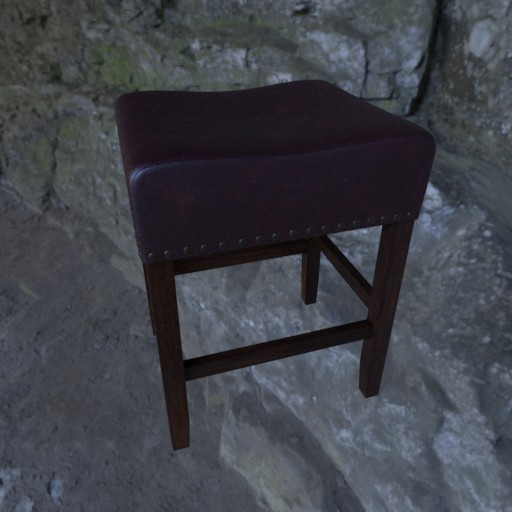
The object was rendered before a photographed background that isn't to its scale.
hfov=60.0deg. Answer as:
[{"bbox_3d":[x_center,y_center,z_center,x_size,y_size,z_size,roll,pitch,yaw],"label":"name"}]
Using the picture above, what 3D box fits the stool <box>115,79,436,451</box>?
[{"bbox_3d":[0.000,0.000,0.922,0.465,0.608,0.397,-10,34,-15],"label":"stool"}]
